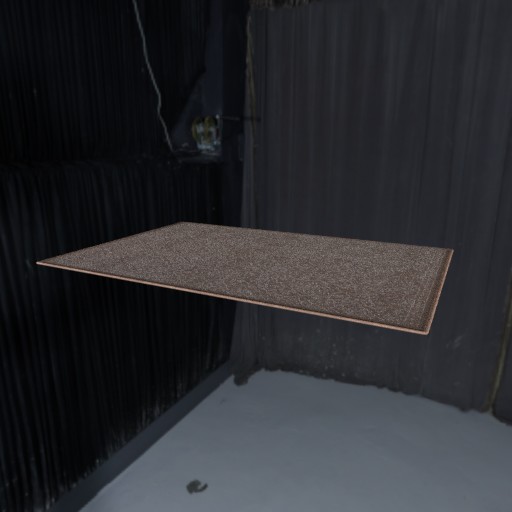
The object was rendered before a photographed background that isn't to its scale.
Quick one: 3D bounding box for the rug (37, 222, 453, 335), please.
[{"bbox_3d":[0.000,0.000,2.902,2.286,0.011,1.524,7,17,26],"label":"rug"}]
